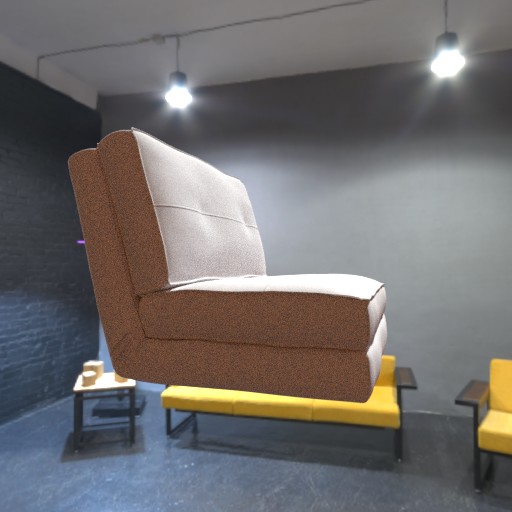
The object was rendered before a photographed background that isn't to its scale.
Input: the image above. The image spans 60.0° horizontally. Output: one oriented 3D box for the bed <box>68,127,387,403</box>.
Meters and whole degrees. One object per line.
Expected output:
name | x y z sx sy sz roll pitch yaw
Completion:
bed | 0.000 0.000 1.347 0.749 0.614 0.799 0 -1 18
